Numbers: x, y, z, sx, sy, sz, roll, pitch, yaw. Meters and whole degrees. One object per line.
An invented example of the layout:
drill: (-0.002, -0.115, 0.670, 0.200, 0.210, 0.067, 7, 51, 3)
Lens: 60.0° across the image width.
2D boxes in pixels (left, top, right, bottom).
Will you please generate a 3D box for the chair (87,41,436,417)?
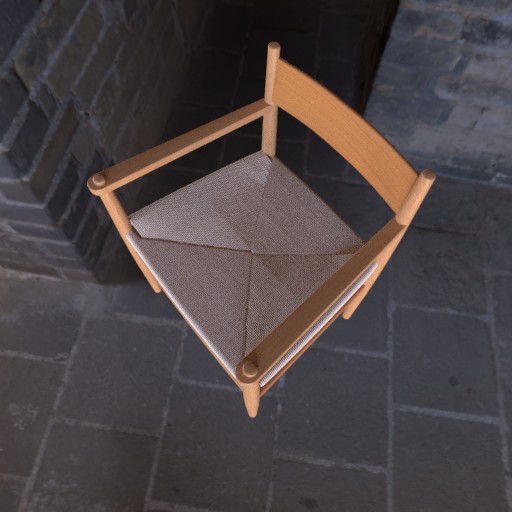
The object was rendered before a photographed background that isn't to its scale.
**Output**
chair: (0.000, 0.000, 1.132, 0.495, 0.762, 0.556, -36, 69, -16)
